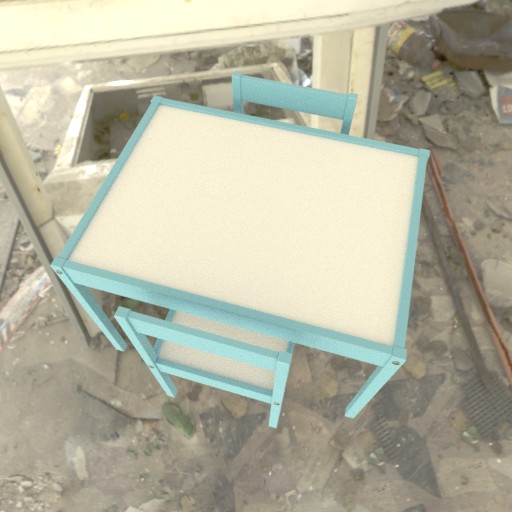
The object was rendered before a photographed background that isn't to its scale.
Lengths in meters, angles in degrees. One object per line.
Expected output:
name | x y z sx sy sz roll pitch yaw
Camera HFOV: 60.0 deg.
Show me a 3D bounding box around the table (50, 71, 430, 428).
table | 0.000 0.000 1.049 0.639 0.503 0.633 14 60 8
